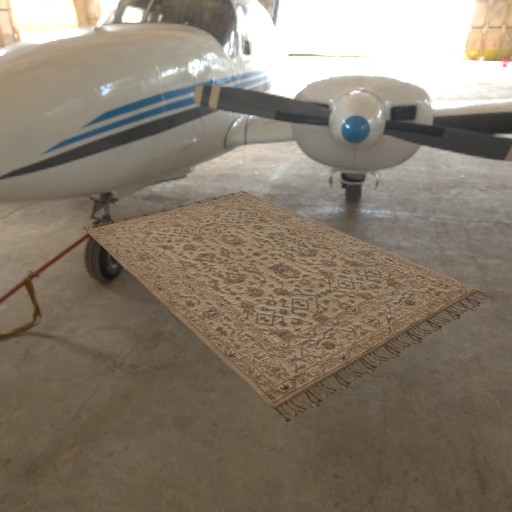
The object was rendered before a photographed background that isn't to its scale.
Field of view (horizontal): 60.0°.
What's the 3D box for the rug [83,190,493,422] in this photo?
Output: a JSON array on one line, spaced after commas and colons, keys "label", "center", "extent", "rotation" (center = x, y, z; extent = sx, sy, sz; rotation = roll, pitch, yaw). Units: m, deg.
[{"label": "rug", "center": [0.000, 0.000, 2.957], "extent": [1.529, 0.027, 2.434], "rotation": [-18, 32, -33]}]
